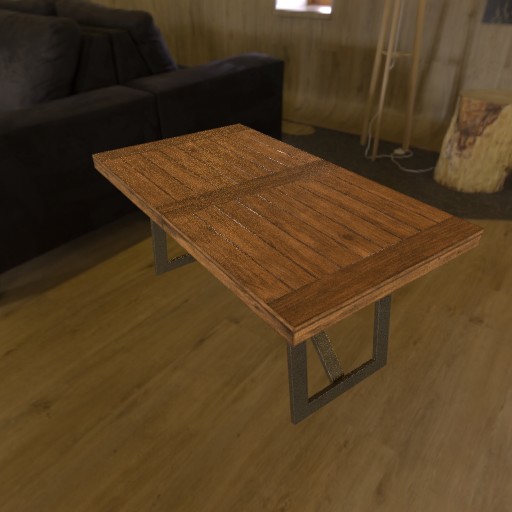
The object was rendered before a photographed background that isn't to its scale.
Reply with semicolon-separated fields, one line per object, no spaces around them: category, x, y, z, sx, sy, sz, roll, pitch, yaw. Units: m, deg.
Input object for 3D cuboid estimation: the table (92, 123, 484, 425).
table;0.000;0.000;2.200;0.931;0.757;1.641;-22;39;-29
